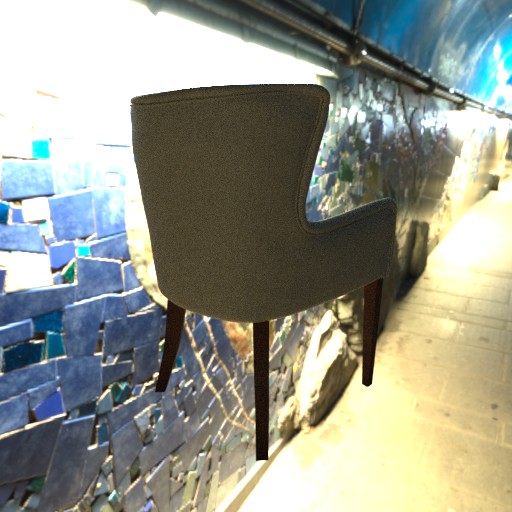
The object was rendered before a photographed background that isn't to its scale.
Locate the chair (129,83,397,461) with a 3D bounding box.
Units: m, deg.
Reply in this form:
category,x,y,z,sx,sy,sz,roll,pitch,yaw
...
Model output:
category,x,y,z,sx,sy,sz,roll,pitch,yaw
chair,0.000,0.000,1.388,0.660,0.952,0.686,14,21,42
